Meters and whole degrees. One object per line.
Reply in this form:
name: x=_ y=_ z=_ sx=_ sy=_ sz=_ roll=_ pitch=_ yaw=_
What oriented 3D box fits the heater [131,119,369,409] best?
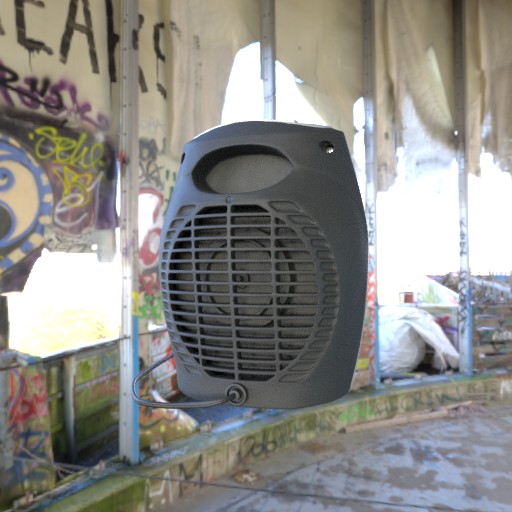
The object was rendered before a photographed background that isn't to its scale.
heater: x=0.000 y=0.000 z=0.469 sx=0.239 sy=0.240 sz=0.291 roll=0 pitch=-1 yaw=18
